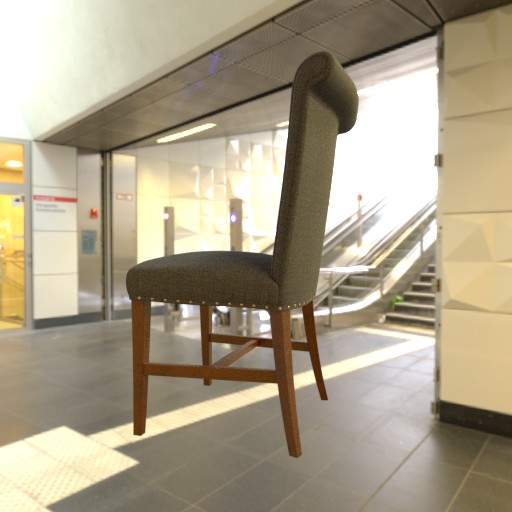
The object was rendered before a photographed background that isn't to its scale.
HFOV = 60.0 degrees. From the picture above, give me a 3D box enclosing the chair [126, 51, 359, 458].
[{"bbox_3d":[0.000,0.000,1.365,0.608,0.988,0.513,0,1,18],"label":"chair"}]
